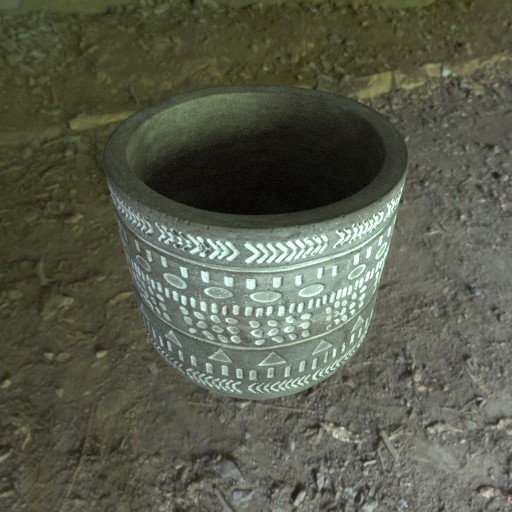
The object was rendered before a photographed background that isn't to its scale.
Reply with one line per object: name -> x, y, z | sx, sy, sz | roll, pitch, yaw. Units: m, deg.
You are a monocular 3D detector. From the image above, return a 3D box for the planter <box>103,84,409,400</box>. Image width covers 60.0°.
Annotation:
planter -> 0.000, 0.000, 0.258 | 0.142, 0.149, 0.142 | 0, 41, 0
